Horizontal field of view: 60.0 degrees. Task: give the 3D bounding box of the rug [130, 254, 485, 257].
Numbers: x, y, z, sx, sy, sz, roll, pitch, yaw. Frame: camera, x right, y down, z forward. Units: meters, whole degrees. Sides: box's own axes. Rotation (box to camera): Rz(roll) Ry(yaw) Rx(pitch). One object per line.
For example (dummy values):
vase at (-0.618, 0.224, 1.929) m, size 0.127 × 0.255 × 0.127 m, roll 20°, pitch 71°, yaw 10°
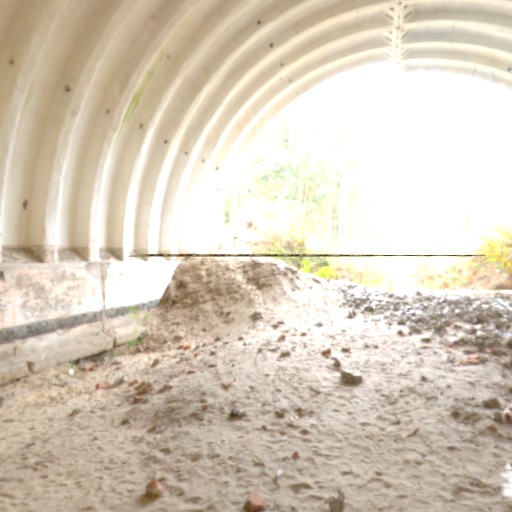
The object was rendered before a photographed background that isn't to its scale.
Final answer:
rug at (0.000, 0.000, 2.323) m, size 1.247 × 0.008 × 1.802 m, roll 0°, pitch 0°, yaw -18°
